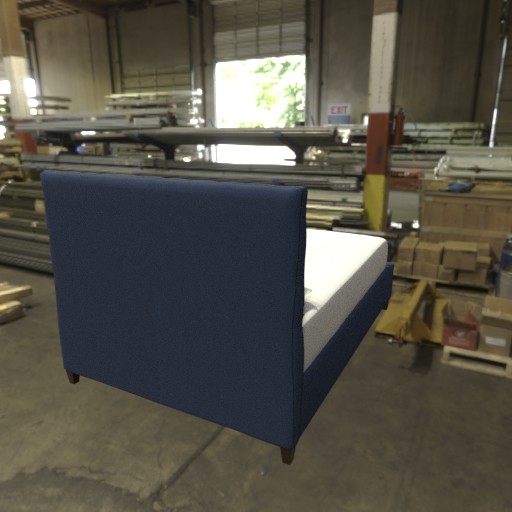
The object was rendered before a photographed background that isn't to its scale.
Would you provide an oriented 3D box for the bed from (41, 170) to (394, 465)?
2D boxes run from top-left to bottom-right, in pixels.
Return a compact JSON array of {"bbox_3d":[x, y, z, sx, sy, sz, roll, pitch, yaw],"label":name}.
[{"bbox_3d":[0.000,0.000,3.443,1.706,1.427,2.387,8,18,27],"label":"bed"}]
